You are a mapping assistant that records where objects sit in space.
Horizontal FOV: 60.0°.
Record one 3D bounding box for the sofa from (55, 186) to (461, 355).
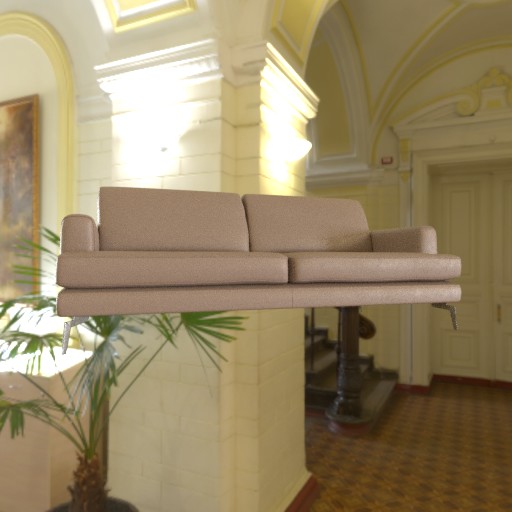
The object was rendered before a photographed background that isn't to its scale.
[{"bbox_3d":[0.000,0.000,2.423,1.940,0.765,0.974,0,-1,-19],"label":"sofa"}]
